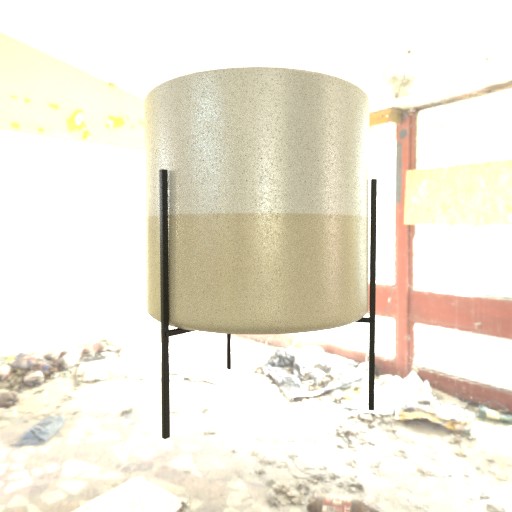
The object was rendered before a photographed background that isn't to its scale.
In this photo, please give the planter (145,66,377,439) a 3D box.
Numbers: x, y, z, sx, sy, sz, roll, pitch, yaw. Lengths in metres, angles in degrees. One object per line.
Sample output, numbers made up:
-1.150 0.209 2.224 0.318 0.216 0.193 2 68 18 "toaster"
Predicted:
0.000 0.000 0.736 0.359 0.484 0.368 -1 3 -18 "planter"
